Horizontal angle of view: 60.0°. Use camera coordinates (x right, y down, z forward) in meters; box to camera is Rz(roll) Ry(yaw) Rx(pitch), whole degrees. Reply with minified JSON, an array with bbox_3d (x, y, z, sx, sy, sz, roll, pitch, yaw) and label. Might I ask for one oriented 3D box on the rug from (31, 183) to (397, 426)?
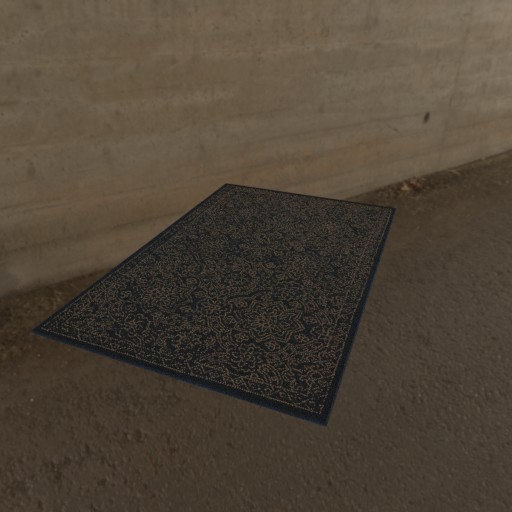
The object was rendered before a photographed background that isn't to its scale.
[{"bbox_3d":[0.000,0.000,2.317,1.219,0.010,1.829,11,32,19],"label":"rug"}]
